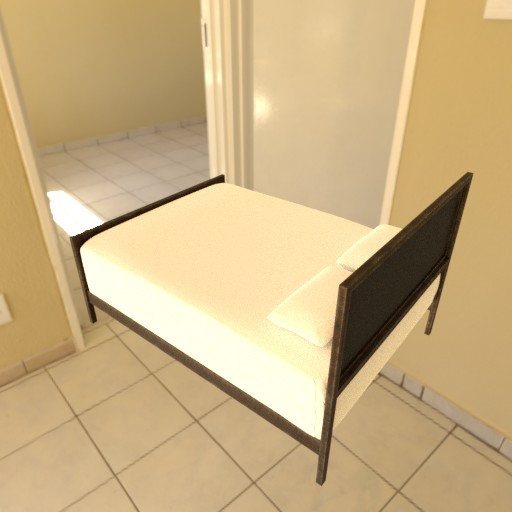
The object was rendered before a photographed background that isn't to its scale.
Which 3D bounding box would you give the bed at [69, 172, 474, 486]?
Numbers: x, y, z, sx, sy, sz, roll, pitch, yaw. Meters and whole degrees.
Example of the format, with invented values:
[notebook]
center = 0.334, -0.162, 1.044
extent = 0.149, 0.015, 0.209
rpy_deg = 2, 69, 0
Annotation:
[bed]
center = 0.000, 0.000, 3.191
extent = 2.221, 1.313, 1.607
rpy_deg = 23, 38, 33
